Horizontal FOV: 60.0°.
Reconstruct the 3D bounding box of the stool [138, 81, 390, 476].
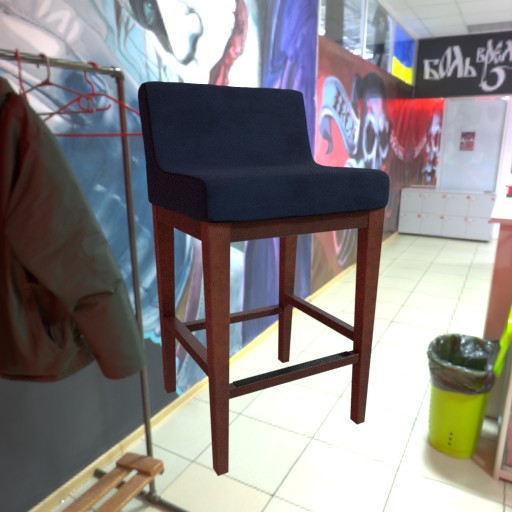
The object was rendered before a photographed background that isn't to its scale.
[{"bbox_3d":[0.000,0.000,1.252,0.511,0.945,0.516,-8,16,-27],"label":"stool"}]
